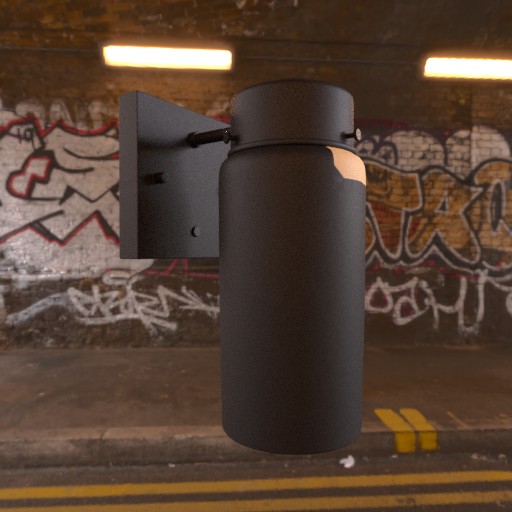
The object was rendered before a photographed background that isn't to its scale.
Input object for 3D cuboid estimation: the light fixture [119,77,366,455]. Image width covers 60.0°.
[{"bbox_3d":[0.000,0.000,0.357,0.176,0.257,0.130,0,1,35],"label":"light fixture"}]
